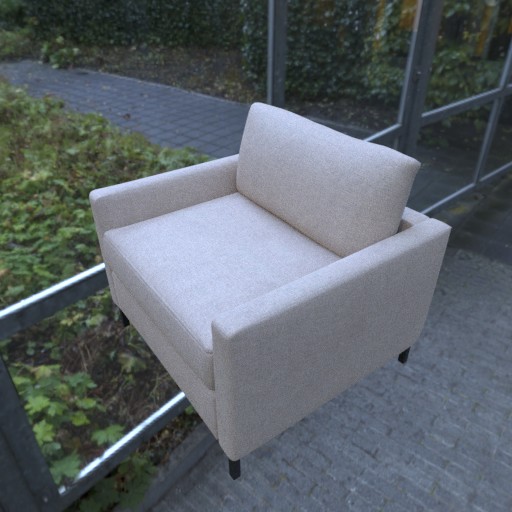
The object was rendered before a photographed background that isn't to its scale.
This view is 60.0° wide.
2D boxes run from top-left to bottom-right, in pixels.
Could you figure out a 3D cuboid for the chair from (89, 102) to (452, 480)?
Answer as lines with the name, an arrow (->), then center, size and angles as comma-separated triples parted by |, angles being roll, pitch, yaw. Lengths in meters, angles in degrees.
chair -> 0.000, 0.000, 1.597 | 0.866, 0.861, 0.963 | -22, 39, -30
